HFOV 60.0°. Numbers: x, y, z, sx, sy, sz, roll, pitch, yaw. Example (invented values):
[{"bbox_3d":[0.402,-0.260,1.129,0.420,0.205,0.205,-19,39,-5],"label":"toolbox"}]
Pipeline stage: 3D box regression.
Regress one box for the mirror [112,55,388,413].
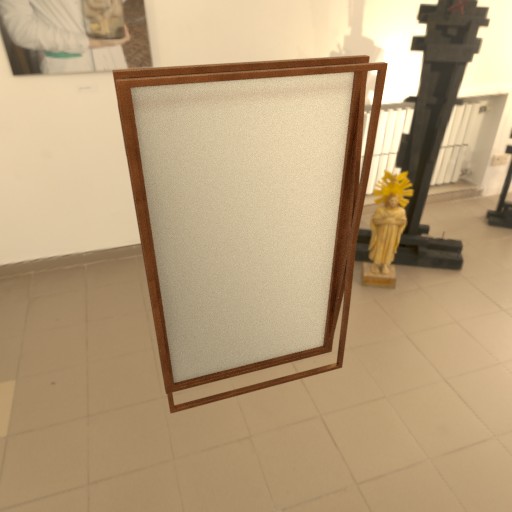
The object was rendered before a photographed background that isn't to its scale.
[{"bbox_3d":[0.000,0.000,0.960,0.468,0.768,0.082,-10,34,-15],"label":"mirror"}]
